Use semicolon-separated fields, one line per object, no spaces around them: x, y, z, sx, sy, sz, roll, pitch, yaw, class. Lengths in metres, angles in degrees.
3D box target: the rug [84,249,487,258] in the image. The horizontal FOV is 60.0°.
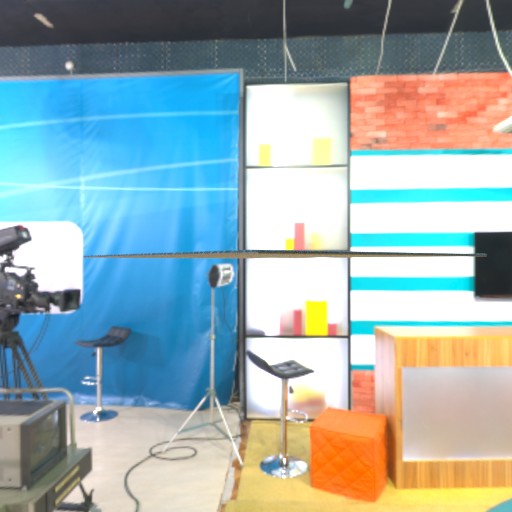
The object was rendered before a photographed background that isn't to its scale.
0.000;0.000;2.816;1.543;0.015;2.144;0;-1;-36;rug
